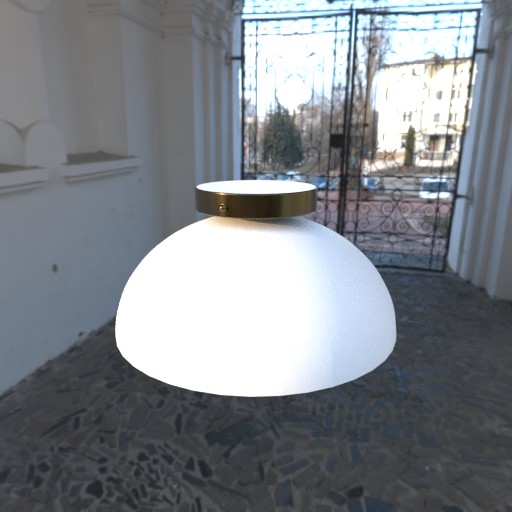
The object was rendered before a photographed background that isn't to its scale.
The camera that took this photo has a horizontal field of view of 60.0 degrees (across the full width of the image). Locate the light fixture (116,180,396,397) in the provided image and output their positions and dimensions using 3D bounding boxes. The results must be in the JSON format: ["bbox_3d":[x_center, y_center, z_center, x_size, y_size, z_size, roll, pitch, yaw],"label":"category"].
[{"bbox_3d":[0.000,0.000,0.563,0.355,0.177,0.355,0,15,0],"label":"light fixture"}]
